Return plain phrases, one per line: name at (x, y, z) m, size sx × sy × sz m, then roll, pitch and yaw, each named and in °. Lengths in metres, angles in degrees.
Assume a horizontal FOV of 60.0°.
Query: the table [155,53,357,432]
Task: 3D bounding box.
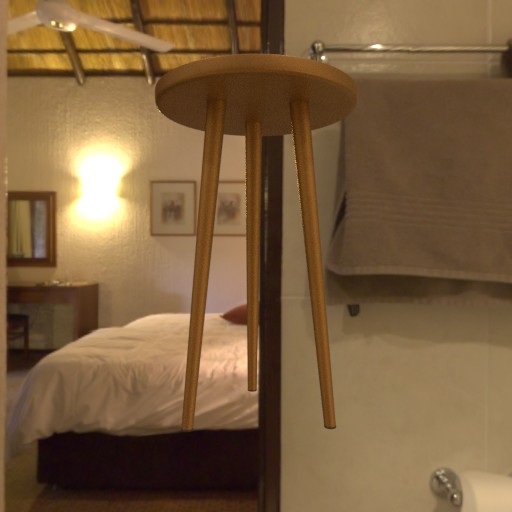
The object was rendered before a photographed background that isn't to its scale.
table at (0.000, 0.000, 0.674) m, size 0.299 × 0.480 × 0.299 m, roll 0°, pitch 0°, yaw -36°
